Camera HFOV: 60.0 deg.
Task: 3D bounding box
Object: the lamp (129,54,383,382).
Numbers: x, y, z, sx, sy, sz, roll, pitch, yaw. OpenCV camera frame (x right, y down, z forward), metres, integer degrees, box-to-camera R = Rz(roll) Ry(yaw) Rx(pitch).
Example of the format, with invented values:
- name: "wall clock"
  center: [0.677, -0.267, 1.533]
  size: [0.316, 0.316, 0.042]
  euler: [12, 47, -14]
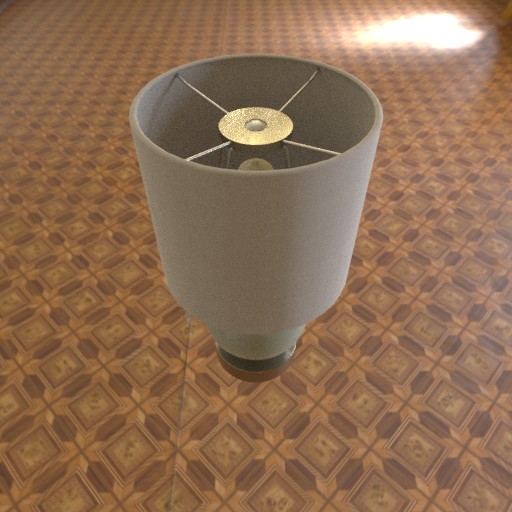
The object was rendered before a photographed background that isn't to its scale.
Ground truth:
- name: "lamp"
  center: [0.000, 0.000, 0.481]
  size: [0.201, 0.353, 0.201]
  euler: [9, 46, 9]
